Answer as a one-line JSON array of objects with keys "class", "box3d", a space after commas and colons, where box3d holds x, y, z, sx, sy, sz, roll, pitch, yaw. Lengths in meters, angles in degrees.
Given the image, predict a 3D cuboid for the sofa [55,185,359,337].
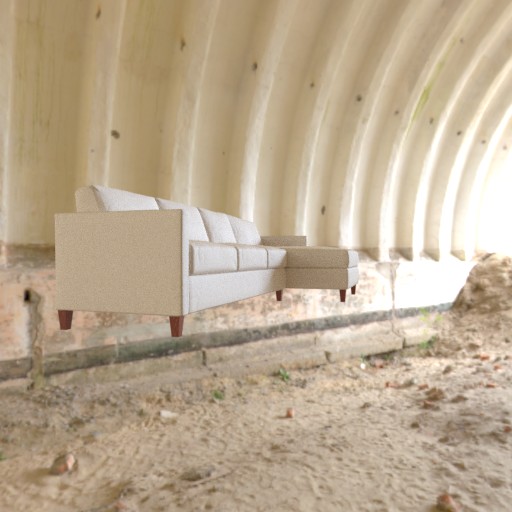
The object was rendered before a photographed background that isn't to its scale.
[{"class": "sofa", "box3d": [0.000, 0.000, 4.202, 1.606, 0.954, 3.471, 0, 0, 19]}]
